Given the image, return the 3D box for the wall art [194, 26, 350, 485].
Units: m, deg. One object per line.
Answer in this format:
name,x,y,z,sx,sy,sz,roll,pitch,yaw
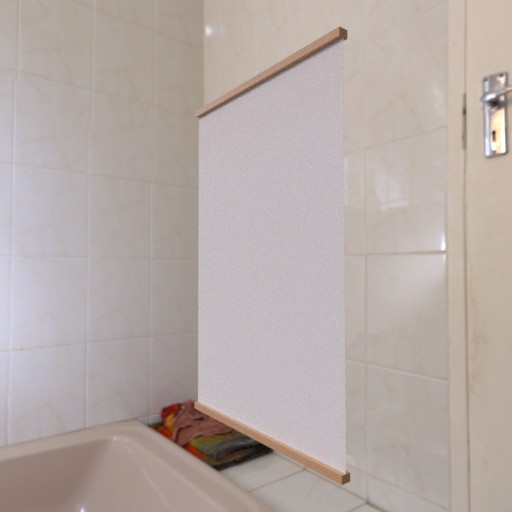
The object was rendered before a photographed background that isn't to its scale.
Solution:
wall art,0.000,0.000,0.632,0.013,0.510,0.335,1,-2,-36
